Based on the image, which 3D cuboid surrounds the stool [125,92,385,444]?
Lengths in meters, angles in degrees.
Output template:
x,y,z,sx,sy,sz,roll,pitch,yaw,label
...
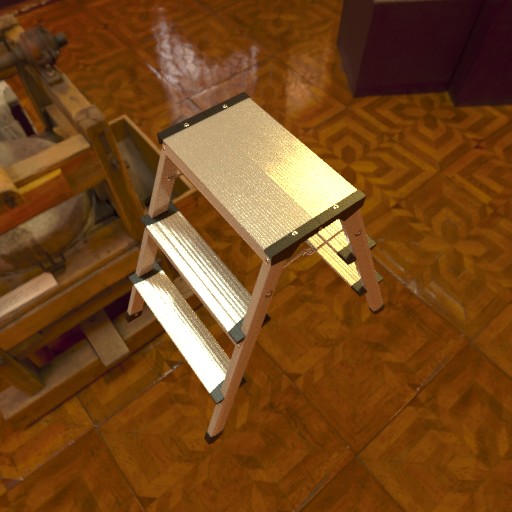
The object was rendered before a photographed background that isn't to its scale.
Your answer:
x,y,z,sx,sy,sz,roll,pitch,yaw,label
0.000,0.000,1.036,0.622,0.605,0.437,-33,63,-19,stool
